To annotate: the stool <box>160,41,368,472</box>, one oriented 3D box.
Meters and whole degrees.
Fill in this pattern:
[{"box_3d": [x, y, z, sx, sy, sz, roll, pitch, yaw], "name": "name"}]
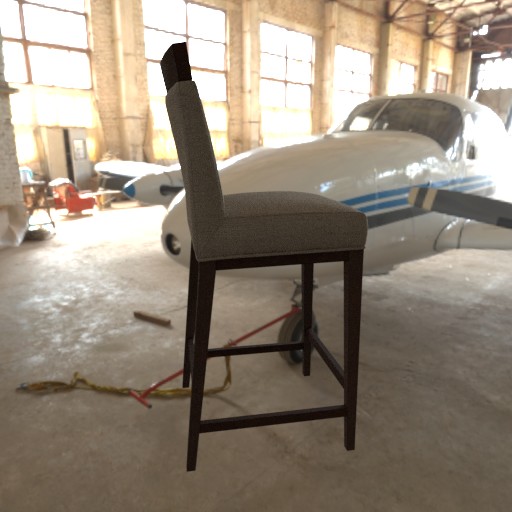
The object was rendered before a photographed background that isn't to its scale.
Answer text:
[{"box_3d": [0.000, 0.000, 1.386, 0.531, 1.117, 0.511, -3, 14, -10], "name": "stool"}]
